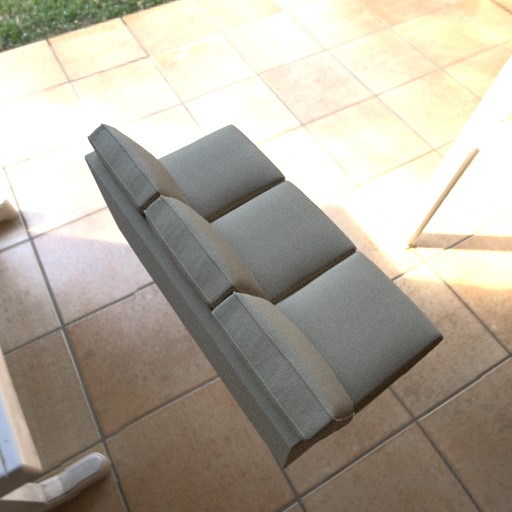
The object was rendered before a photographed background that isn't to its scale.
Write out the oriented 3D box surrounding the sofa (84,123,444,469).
[{"bbox_3d":[0.000,0.000,2.508,1.027,0.973,1.962,-32,64,-18],"label":"sofa"}]
